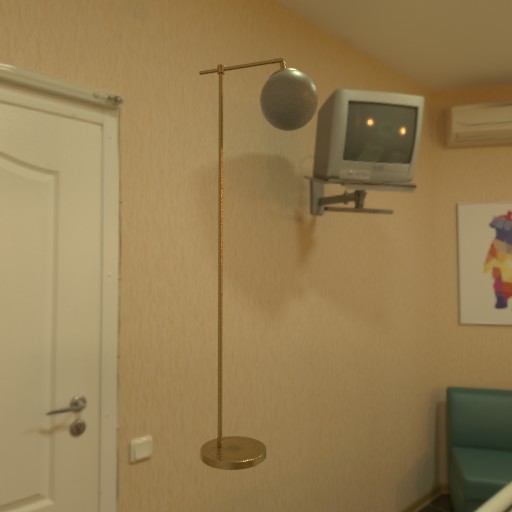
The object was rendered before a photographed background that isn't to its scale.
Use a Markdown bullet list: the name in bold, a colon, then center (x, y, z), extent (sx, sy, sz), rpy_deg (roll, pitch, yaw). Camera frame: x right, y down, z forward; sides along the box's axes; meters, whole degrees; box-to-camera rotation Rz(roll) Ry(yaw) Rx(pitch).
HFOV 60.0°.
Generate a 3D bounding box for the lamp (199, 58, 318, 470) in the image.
- **lamp**: center (0.000, 0.000, 1.673), extent (0.476, 1.505, 0.249), rpy_deg (-1, -2, 19)
